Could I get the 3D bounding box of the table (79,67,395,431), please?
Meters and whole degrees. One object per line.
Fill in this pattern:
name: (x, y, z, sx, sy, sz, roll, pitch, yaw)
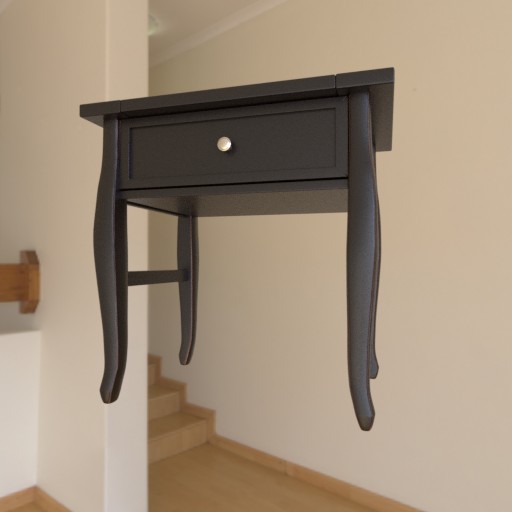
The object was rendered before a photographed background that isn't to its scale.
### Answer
table: (0.000, 0.000, 1.016, 0.602, 0.604, 0.460, 0, -1, 16)
